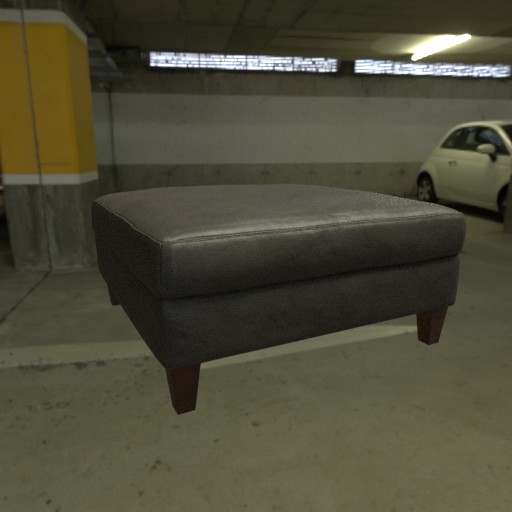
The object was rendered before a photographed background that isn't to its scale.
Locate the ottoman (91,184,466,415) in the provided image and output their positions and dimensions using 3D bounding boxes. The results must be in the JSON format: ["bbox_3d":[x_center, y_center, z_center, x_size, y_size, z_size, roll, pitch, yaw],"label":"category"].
[{"bbox_3d":[0.000,0.000,1.337,0.836,0.415,0.844,-7,15,-27],"label":"ottoman"}]
